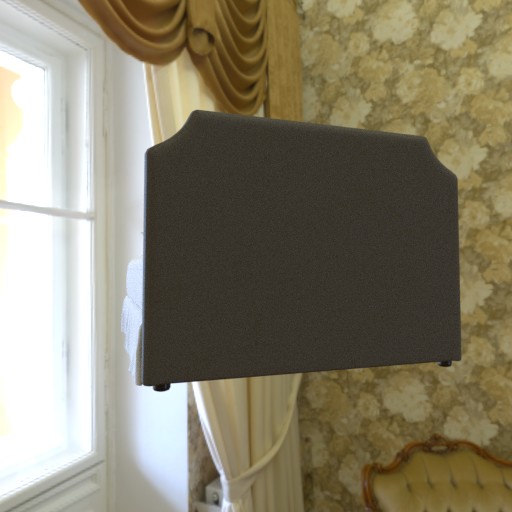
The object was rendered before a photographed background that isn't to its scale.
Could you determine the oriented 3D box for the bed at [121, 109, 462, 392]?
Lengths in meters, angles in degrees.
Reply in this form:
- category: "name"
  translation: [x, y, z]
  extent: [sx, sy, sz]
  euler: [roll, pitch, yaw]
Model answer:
- category: "bed"
  translation: [0.000, 0.000, 3.870]
  extent: [2.194, 1.561, 2.536]
  euler: [1, -2, -19]
